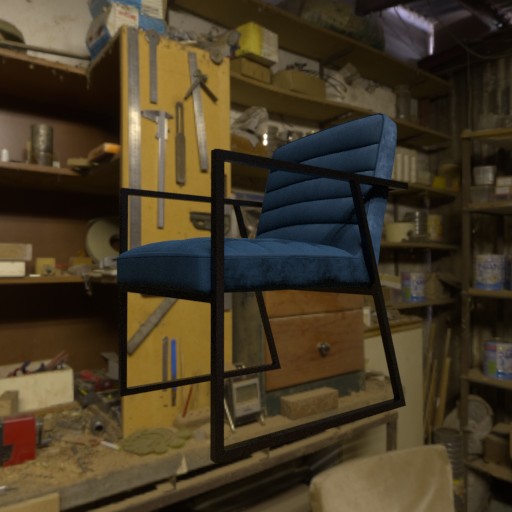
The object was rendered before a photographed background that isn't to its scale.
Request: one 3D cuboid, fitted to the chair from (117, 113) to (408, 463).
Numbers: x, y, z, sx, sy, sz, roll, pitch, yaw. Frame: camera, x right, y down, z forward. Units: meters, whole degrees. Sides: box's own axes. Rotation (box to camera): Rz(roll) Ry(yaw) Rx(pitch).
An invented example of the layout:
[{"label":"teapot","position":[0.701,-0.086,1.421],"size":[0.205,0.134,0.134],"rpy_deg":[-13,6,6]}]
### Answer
[{"label":"chair","position":[0.000,0.000,1.287],"size":[0.677,0.833,0.571],"rpy_deg":[1,-2,-36]}]
